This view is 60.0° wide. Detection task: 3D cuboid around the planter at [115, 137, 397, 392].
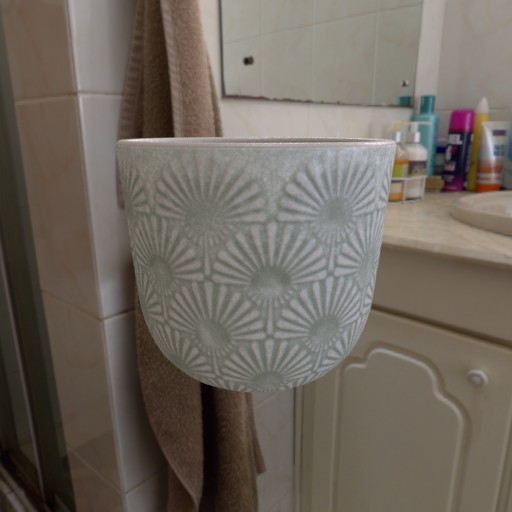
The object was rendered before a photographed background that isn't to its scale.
[{"bbox_3d":[0.000,0.000,0.299,0.170,0.152,0.170,0,16,0],"label":"planter"}]
